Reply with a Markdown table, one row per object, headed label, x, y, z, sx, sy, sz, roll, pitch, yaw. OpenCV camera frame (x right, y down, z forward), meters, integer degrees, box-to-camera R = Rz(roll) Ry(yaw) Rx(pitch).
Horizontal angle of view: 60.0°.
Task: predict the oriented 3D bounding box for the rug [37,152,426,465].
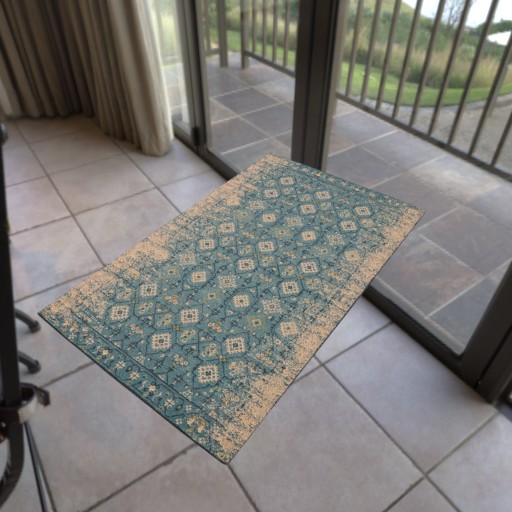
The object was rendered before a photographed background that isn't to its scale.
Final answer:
| label | x | y | z | sx | sy | sz | roll | pitch | yaw |
| --- | --- | --- | --- | --- | --- | --- | --- | --- | --- |
| rug | 0.000 | 0.000 | 2.248 | 1.102 | 0.008 | 1.795 | 27 | 49 | 26 |
